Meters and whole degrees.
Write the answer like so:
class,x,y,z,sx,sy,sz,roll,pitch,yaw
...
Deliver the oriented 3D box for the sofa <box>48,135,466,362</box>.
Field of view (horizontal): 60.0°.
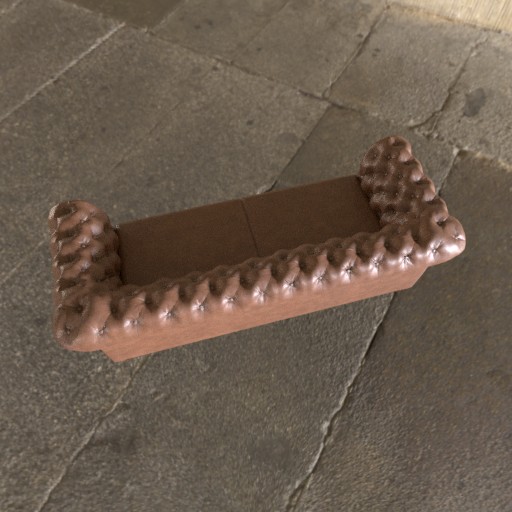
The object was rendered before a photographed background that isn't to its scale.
class,x,y,z,sx,sy,sz,roll,pitch,yaw
sofa,0.000,0.000,2.870,2.385,0.783,0.944,-13,59,-8
